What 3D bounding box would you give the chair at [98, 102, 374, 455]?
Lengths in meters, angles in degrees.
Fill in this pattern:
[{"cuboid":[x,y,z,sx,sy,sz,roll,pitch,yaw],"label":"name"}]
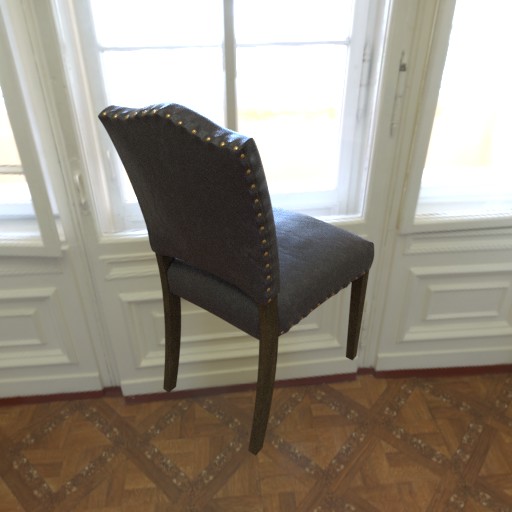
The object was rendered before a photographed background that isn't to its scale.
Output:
[{"cuboid":[0.000,0.000,1.342,0.500,0.991,0.633,23,38,32],"label":"chair"}]
